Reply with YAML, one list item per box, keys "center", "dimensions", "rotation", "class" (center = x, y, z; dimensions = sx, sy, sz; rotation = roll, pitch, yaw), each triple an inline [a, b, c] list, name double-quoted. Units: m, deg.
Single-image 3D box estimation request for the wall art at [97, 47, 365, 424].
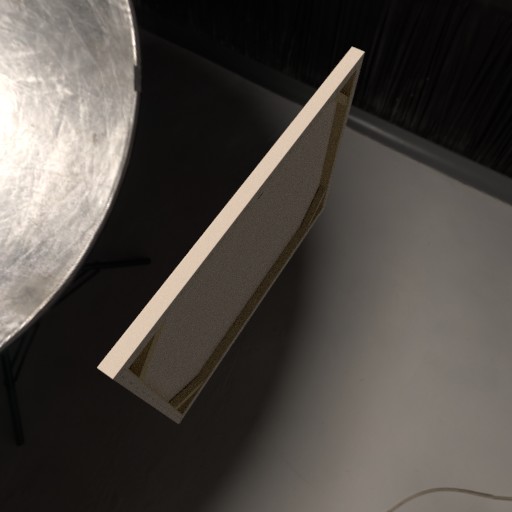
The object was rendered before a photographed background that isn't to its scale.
- center: [0.000, 0.000, 1.335]
  dimensions: [0.038, 0.762, 1.016]
  rotation: [30, 67, 14]
  class: "wall art"
